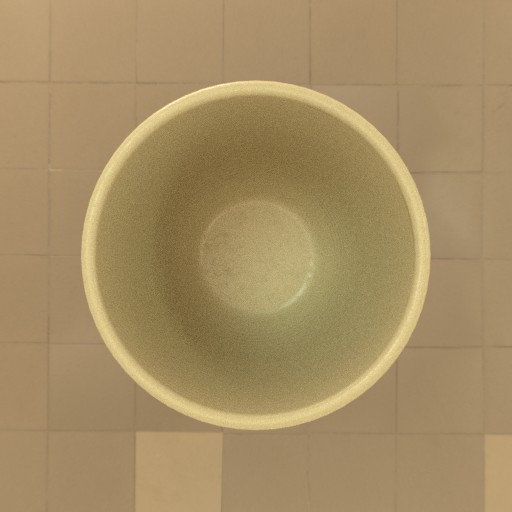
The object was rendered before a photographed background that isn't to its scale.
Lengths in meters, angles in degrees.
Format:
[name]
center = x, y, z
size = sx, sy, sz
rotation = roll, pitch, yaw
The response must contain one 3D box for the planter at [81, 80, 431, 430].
[planter]
center = 0.000, 0.000, 0.289
size = 0.170, 0.153, 0.170
rotation = 0, 90, 0
